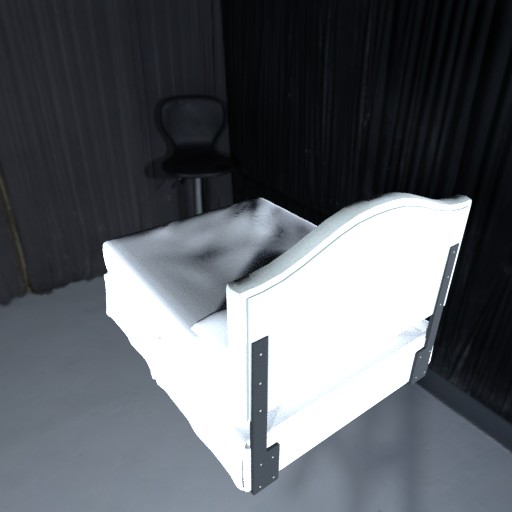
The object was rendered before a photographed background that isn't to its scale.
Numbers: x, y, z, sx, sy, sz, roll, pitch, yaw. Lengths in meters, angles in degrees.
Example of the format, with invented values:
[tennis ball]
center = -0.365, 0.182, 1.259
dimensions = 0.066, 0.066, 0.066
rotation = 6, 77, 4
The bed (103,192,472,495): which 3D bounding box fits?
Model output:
[bed]
center = 0.000, 0.000, 3.310
dimensions = 1.813, 1.607, 2.180
rotation = -20, 35, -31
